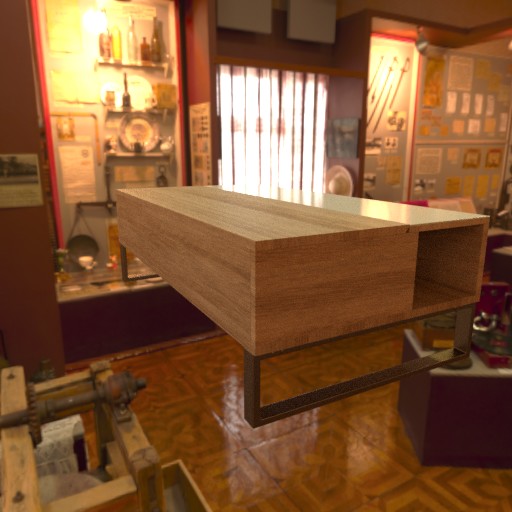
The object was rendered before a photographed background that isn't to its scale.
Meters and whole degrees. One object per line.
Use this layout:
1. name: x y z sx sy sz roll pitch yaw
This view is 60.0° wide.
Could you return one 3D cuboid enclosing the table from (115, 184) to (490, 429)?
1. table: 0.000 0.000 1.367 0.600 0.350 1.100 -7 15 -28
